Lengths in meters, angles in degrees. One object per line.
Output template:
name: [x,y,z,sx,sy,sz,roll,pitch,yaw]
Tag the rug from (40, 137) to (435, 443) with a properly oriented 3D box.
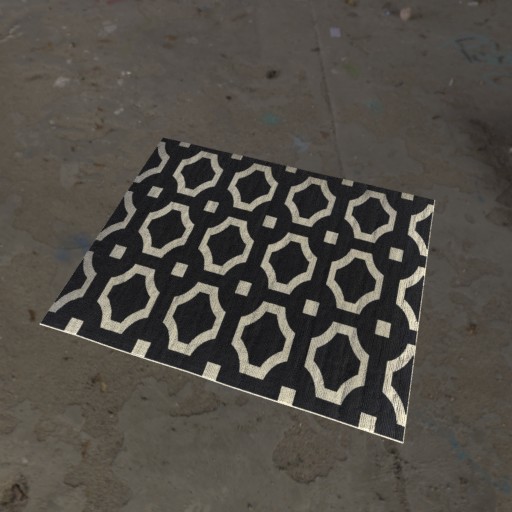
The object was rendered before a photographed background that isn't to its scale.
rug: [0.000,0.000,4.140,3.049,0.021,2.466,15,57,10]
